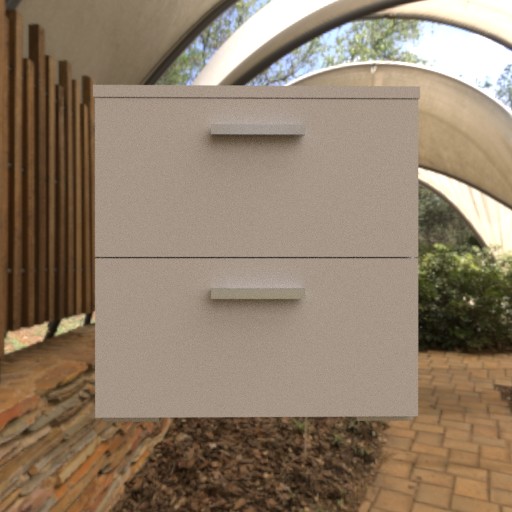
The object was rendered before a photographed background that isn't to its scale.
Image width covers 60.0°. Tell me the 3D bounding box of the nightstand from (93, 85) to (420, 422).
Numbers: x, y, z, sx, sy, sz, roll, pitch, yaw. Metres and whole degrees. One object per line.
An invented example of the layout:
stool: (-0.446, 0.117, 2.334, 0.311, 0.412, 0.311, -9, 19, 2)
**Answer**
nightstand: (0.000, 0.000, 0.744, 0.441, 0.460, 0.325, 0, 0, -1)
